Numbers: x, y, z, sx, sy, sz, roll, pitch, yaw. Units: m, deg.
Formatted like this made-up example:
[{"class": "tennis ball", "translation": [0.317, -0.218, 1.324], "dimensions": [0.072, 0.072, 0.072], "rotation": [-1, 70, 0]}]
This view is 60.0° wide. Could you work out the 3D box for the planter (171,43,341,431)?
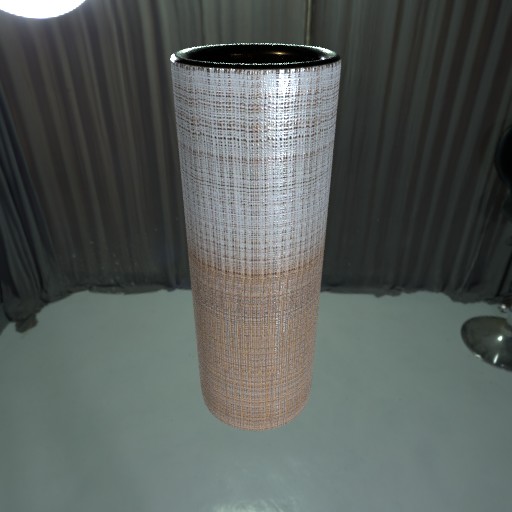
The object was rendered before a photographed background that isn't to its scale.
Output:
[{"class": "planter", "translation": [0.000, 0.000, 0.330], "dimensions": [0.099, 0.278, 0.099], "rotation": [-1, 31, -1]}]
